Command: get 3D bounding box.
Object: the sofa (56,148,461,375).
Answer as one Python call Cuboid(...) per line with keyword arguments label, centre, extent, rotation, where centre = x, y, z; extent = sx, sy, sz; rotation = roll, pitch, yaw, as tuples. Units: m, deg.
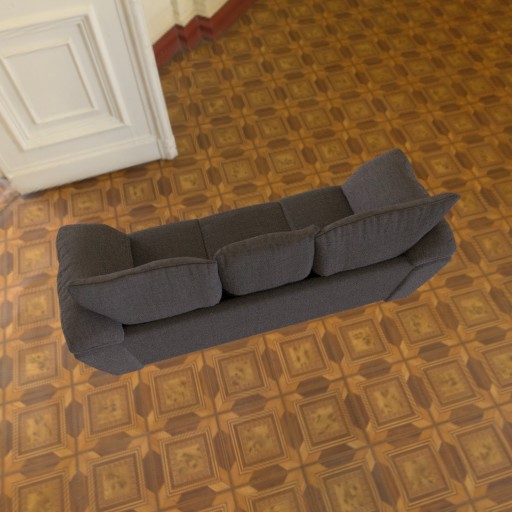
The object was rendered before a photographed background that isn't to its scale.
Cuboid(label="sofa", centre=(0.000, 0.000, 2.843), extent=(2.336, 1.080, 0.883), rotation=(-14, 59, -8))
